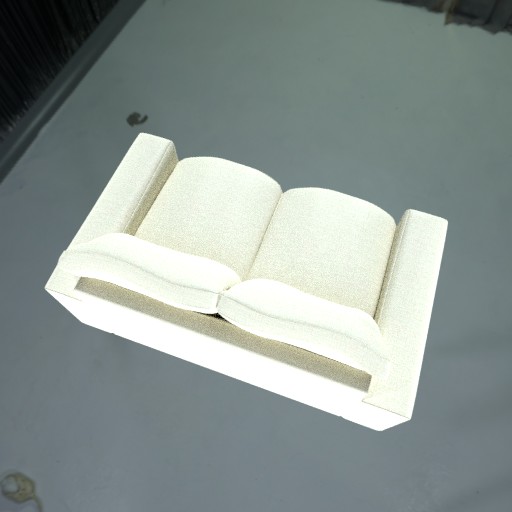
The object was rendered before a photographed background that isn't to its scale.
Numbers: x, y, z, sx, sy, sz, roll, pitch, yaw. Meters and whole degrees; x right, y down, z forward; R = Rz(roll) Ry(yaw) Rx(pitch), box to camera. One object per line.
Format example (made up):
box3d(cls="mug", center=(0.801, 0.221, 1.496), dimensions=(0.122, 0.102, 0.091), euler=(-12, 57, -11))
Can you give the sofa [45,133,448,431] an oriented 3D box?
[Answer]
box3d(cls="sofa", center=(0.000, 0.000, 2.277), dimensions=(1.754, 0.875, 1.091), euler=(18, 65, 9))
